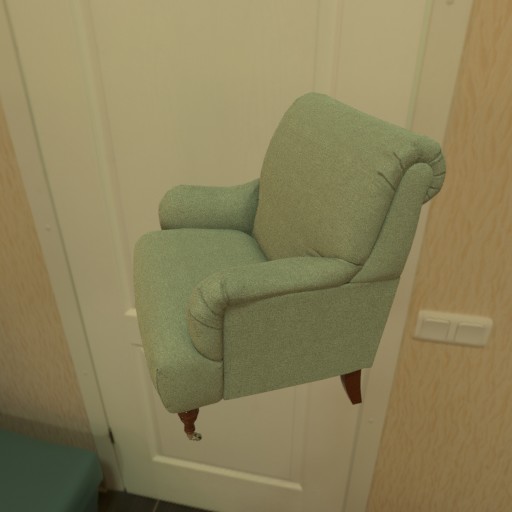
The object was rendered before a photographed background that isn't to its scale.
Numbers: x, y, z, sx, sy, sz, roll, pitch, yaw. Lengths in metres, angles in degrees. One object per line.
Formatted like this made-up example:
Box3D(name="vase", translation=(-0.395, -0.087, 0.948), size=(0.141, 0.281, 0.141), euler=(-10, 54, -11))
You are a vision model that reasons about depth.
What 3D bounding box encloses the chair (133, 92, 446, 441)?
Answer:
Box3D(name="chair", translation=(0.000, 0.000, 1.921), size=(1.060, 1.178, 0.964), euler=(-9, 31, -15))
